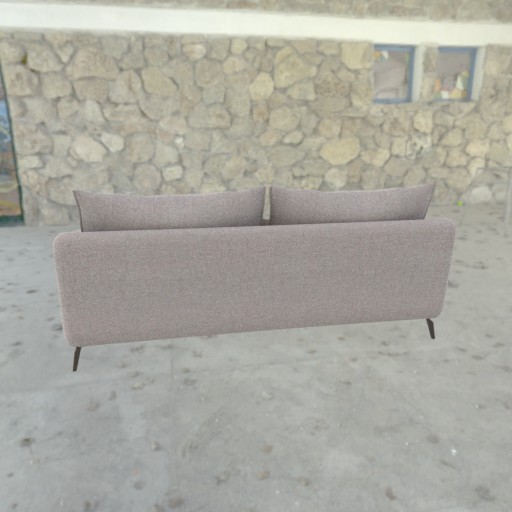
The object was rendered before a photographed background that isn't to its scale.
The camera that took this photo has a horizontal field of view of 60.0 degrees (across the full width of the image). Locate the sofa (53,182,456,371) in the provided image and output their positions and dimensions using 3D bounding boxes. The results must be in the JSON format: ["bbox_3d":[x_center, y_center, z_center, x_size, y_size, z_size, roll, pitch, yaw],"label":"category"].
[{"bbox_3d":[0.000,0.000,2.439,2.022,0.833,0.809,-3,15,-10],"label":"sofa"}]
